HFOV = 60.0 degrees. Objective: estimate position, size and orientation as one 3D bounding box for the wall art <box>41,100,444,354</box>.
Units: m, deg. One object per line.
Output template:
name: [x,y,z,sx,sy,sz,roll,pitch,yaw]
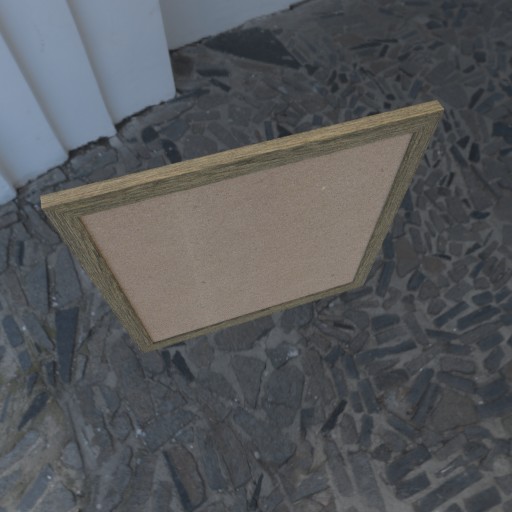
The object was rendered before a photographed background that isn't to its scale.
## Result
wall art: [0.000,0.000,0.757,0.508,0.508,0.019,-16,61,-9]
